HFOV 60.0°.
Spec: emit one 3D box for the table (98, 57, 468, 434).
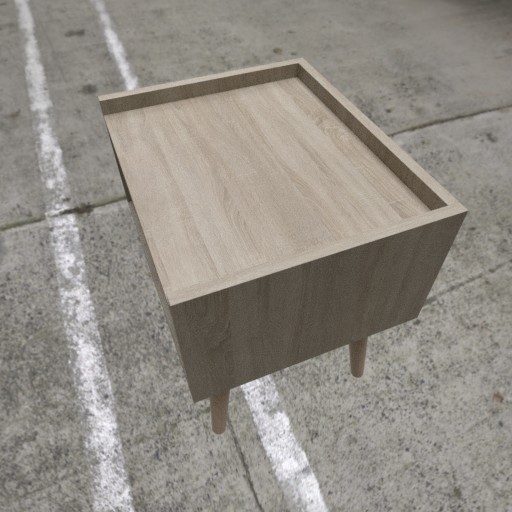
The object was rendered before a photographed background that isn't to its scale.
[{"bbox_3d":[0.000,0.000,0.802,0.370,0.470,0.450,-17,50,-15],"label":"table"}]
